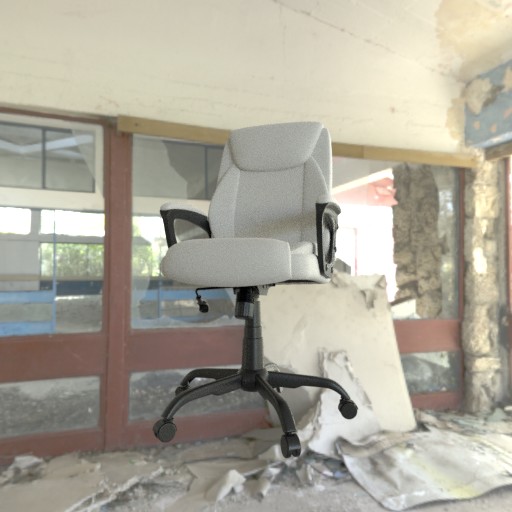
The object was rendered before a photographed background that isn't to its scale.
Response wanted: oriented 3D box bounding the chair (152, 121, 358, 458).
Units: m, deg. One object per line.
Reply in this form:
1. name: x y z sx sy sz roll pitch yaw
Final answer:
1. chair: 0.000 0.000 1.500 0.663 1.065 0.669 0 -2 17
